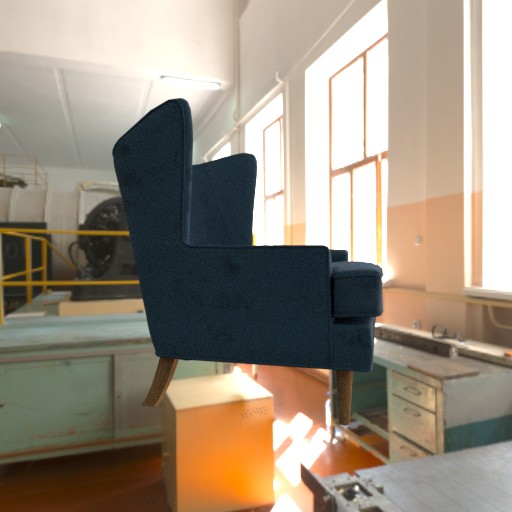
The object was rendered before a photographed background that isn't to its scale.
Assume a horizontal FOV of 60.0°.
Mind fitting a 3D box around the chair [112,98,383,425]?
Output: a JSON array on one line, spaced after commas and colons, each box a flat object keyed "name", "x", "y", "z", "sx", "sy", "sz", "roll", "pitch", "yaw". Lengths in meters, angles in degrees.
[{"name": "chair", "x": 0.000, "y": 0.000, "z": 1.654, "sx": 0.910, "sy": 0.952, "sz": 0.793, "roll": 0, "pitch": 0, "yaw": 16}]
